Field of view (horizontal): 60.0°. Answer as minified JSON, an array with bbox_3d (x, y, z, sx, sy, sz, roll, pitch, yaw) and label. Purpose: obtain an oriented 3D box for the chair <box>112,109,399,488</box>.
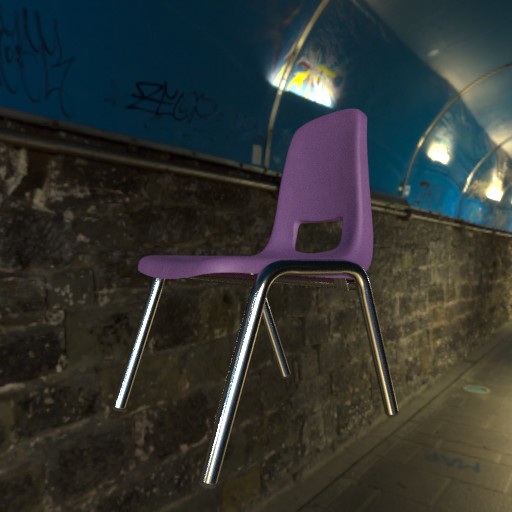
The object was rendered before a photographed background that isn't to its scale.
[{"bbox_3d":[0.000,0.000,0.812,0.419,0.584,0.356,0,1,-36],"label":"chair"}]
